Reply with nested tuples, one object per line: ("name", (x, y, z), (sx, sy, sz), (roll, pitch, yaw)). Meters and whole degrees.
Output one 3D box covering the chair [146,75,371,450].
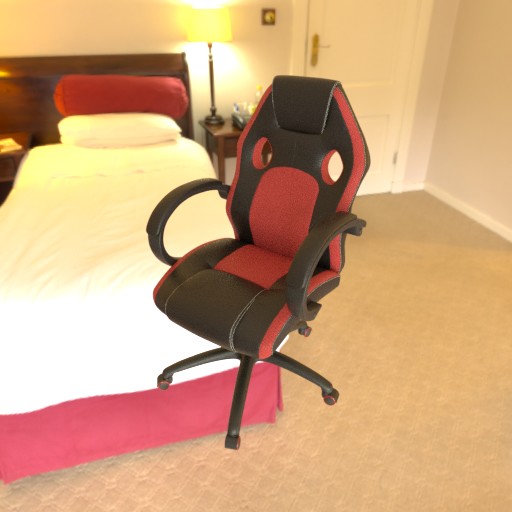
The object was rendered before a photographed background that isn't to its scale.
("chair", (0.000, 0.000, 1.670), (0.750, 1.189, 0.783), (19, 34, 30))
